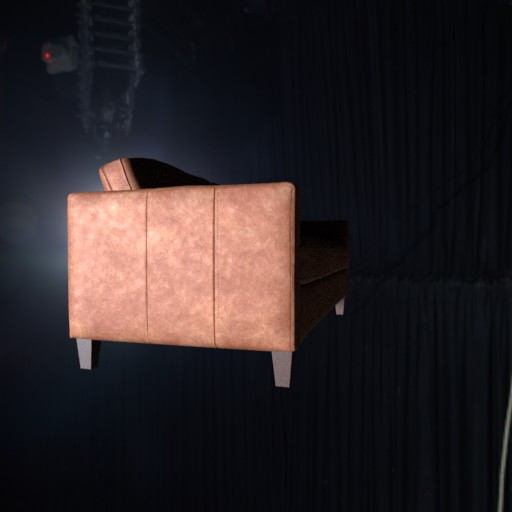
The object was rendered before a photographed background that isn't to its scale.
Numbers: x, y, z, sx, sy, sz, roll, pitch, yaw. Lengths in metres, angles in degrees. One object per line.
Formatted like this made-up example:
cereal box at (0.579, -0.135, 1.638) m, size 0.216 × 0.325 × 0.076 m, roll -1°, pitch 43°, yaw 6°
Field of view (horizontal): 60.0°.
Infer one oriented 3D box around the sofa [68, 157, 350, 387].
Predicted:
sofa at (0.000, 0.000, 2.479) m, size 0.923 × 0.863 × 1.971 m, roll 0°, pitch 1°, yaw 17°
